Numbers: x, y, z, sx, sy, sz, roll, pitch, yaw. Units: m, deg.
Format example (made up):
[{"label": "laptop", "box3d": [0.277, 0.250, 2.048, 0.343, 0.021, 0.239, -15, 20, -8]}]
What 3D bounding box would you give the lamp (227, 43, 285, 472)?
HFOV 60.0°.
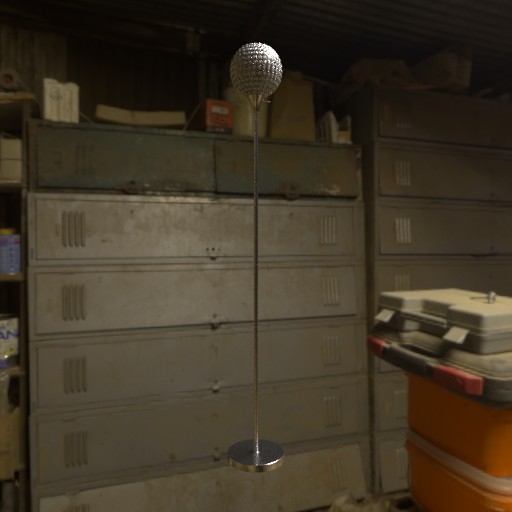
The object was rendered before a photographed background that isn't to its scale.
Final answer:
[{"label": "lamp", "box3d": [0.000, 0.000, 1.958, 0.254, 1.805, 0.254, 0, 1, 0]}]
